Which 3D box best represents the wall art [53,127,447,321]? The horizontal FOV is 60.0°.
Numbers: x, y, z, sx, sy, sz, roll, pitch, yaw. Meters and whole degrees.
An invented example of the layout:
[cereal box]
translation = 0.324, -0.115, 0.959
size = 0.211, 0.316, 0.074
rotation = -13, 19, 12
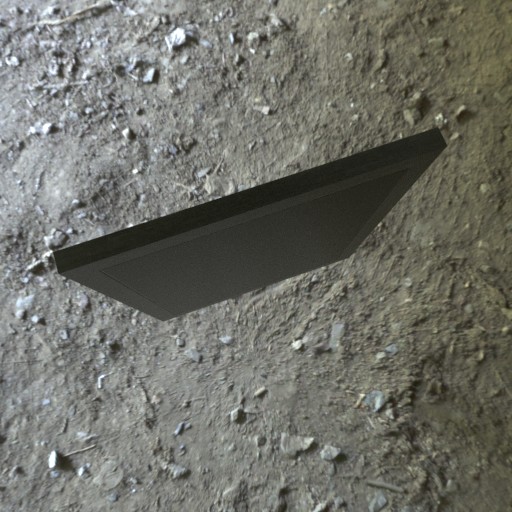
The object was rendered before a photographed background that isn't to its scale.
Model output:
[wall art]
translation = 0.000, 0.000, 0.800
size = 0.479, 0.580, 0.027
rotation = -19, 77, -4
